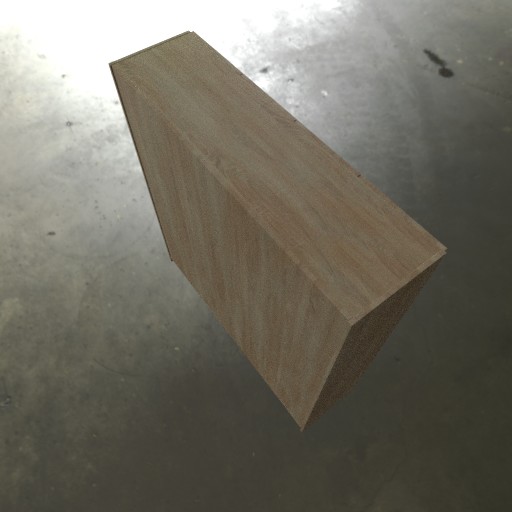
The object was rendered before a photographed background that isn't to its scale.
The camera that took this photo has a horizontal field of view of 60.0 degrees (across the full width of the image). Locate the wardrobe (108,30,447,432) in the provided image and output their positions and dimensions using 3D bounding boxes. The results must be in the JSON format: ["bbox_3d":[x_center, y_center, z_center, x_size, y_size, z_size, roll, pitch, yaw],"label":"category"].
[{"bbox_3d":[0.000,0.000,3.109,0.598,2.159,1.998,-33,64,-18],"label":"wardrobe"}]
